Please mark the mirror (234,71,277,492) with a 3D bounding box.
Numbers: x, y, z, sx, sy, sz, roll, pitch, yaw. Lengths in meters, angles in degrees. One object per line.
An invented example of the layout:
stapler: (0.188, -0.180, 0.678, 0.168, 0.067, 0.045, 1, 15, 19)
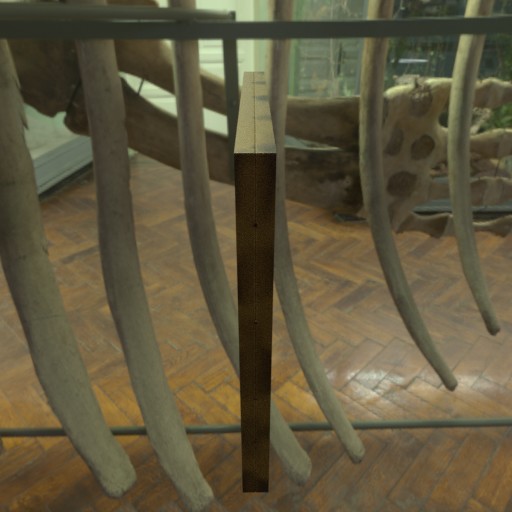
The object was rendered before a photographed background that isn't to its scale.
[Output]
mirror: (0.000, 0.000, 0.742, 0.042, 0.507, 0.509, 0, 30, 0)
